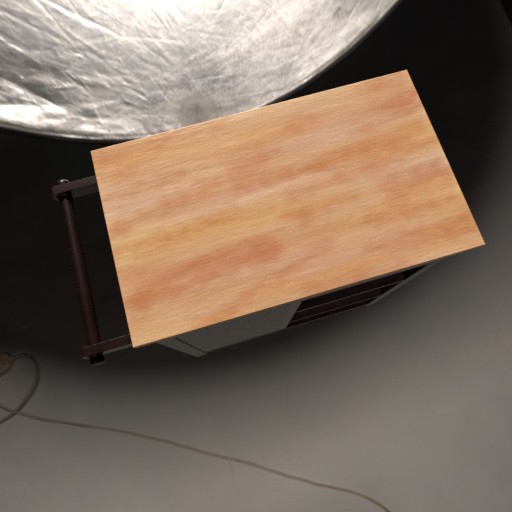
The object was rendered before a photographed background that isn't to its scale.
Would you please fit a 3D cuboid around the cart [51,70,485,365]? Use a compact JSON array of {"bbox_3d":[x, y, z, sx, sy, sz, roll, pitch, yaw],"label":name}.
[{"bbox_3d":[0.000,0.000,1.421,0.914,0.878,0.472,-16,75,-4],"label":"cart"}]
